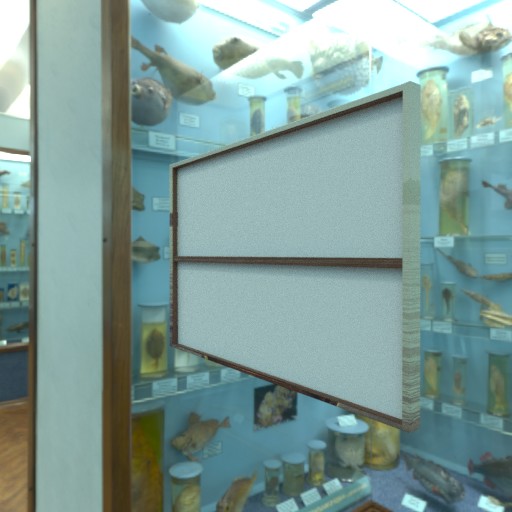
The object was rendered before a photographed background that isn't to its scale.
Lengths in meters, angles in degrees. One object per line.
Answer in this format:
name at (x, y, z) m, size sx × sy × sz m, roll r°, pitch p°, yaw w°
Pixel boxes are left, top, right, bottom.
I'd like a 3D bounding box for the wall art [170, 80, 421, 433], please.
wall art at (0.000, 0.000, 1.427) m, size 0.040 × 0.765 × 1.149 m, roll 0°, pitch 0°, yaw -38°
